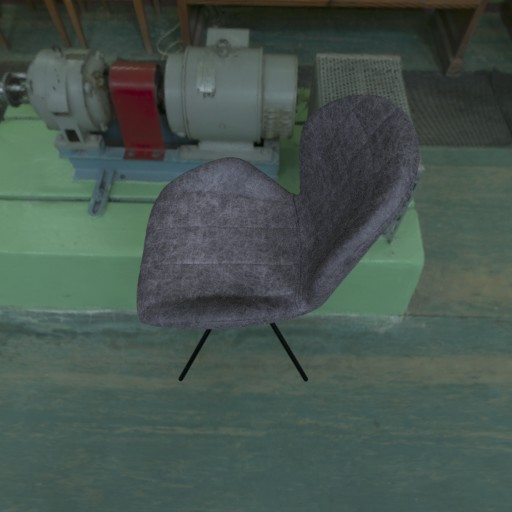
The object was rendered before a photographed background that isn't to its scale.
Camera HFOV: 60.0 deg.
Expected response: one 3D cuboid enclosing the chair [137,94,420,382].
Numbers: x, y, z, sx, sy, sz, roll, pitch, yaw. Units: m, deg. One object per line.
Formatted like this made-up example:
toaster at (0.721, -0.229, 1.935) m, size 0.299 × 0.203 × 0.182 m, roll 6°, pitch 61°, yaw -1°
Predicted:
chair at (0.000, 0.000, 1.260) m, size 0.640 × 0.934 × 0.527 m, roll 0°, pitch 58°, yaw 0°
